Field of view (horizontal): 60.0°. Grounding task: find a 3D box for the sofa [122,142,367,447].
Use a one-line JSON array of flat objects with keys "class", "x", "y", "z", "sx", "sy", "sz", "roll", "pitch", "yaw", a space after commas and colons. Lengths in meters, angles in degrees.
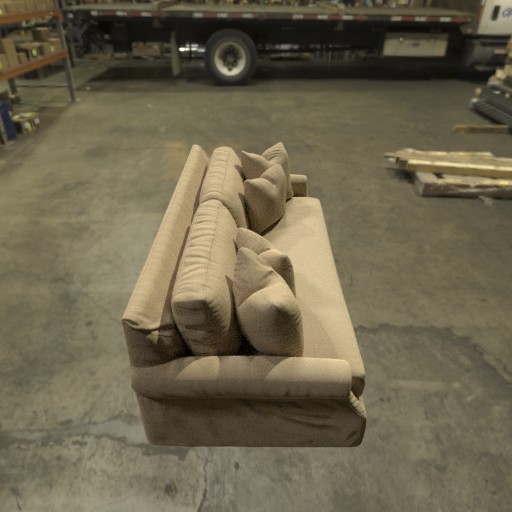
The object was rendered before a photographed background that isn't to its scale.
[{"class": "sofa", "x": 0.000, "y": 0.000, "z": 2.819, "sx": 1.067, "sy": 0.904, "sz": 2.285, "roll": 0, "pitch": 32, "yaw": 0}]
